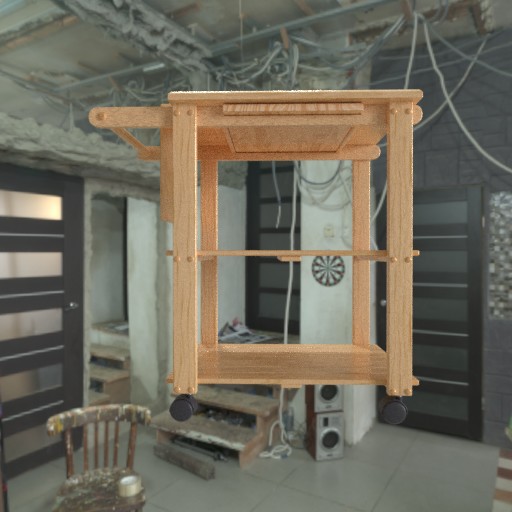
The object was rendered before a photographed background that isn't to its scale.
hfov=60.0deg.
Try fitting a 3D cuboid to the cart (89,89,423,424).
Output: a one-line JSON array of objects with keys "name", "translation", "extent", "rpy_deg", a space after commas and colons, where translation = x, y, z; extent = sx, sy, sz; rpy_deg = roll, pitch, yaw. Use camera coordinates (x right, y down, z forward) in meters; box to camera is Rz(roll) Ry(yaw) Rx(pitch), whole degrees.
[{"name": "cart", "translation": [0.000, 0.000, 1.331], "extent": [0.843, 0.816, 0.520], "rpy_deg": [0, 0, 2]}]
